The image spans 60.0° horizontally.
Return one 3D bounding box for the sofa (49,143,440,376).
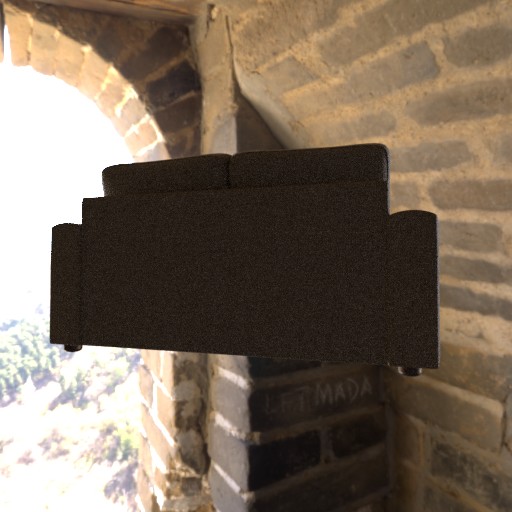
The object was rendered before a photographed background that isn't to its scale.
[{"bbox_3d":[0.000,0.000,2.210,1.616,0.873,1.016,0,-1,18],"label":"sofa"}]
